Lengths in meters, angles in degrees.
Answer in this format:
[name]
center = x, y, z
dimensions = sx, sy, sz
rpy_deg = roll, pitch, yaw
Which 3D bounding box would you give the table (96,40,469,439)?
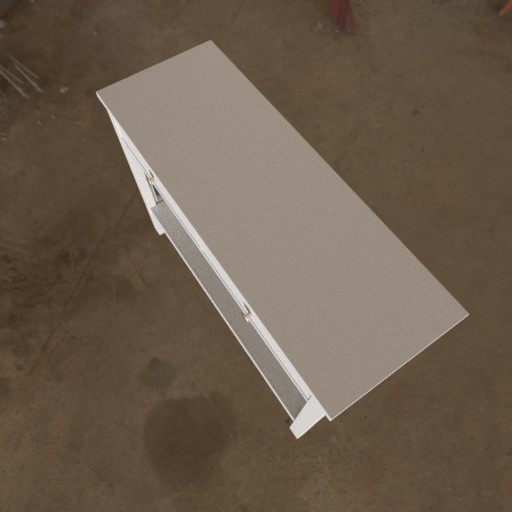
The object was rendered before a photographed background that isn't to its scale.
[table]
center = 0.000, 0.000, 1.448
dimensions = 0.397, 0.753, 1.068
rpy_deg = -32, 68, -15
